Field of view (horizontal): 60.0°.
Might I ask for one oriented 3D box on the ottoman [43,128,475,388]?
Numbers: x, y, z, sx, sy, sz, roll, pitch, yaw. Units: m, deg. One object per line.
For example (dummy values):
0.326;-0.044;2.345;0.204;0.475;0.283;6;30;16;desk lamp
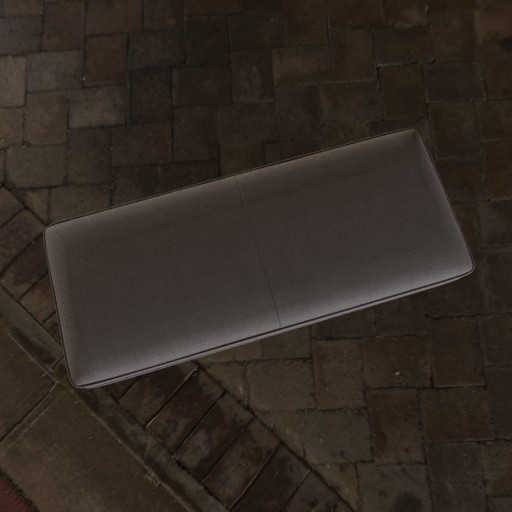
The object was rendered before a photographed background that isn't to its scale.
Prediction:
0.000;0.000;2.063;1.764;0.470;0.751;-16;77;-4;ottoman
